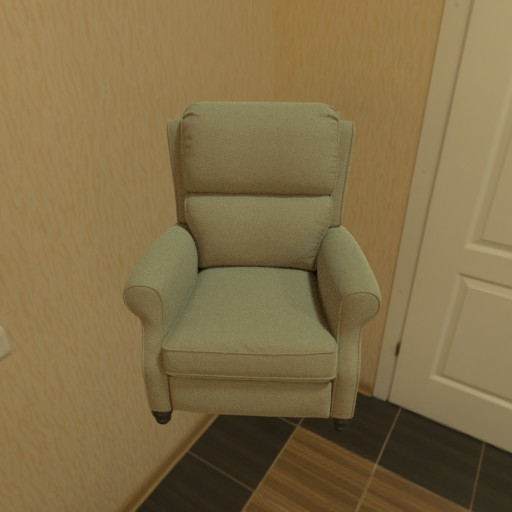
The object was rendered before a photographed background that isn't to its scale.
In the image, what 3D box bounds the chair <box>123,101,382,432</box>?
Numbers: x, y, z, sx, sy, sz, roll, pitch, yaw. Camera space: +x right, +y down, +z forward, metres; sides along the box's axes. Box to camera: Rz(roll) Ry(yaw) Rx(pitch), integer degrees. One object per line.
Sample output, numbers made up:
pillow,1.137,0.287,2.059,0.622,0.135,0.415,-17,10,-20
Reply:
chair,0.000,0.000,1.778,0.859,1.046,0.919,1,30,3
